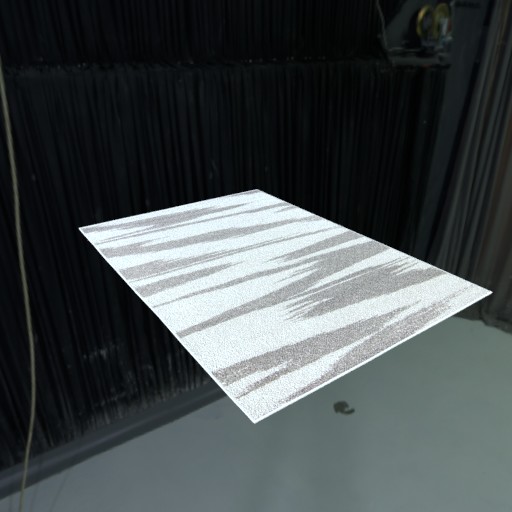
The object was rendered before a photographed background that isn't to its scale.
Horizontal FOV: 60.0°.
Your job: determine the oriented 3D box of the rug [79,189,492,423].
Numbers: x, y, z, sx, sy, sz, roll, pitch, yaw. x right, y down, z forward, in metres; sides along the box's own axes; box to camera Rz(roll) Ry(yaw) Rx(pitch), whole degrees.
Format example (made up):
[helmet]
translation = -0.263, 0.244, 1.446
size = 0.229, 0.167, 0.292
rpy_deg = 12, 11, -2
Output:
[rug]
translation = 0.000, 0.000, 2.710
size = 1.533, 0.010, 2.142
rpy_deg = -17, 31, -31
